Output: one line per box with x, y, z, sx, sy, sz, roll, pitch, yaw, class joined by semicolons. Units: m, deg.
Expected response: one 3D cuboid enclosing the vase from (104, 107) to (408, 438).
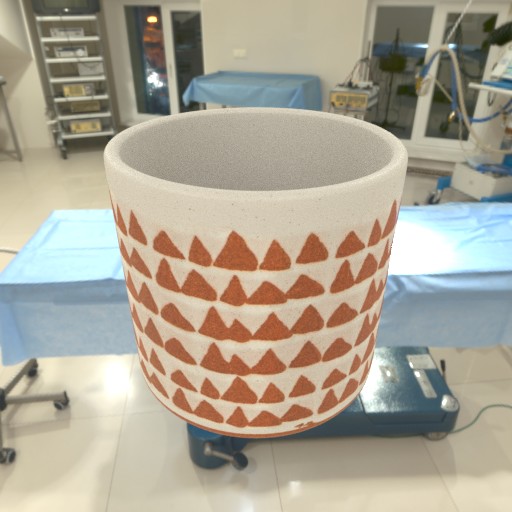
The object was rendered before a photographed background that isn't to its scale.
0.000;0.000;0.238;0.137;0.127;0.137;0;30;0;vase
